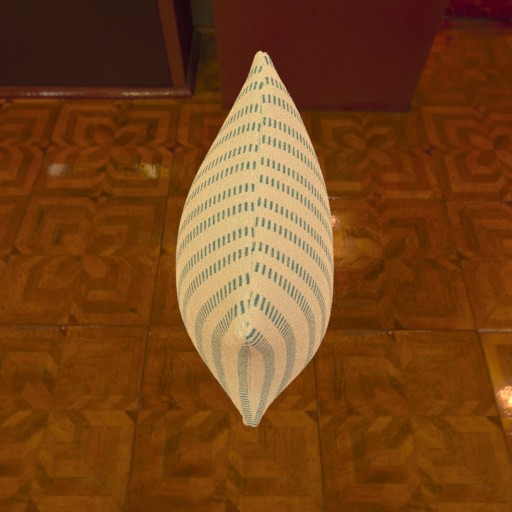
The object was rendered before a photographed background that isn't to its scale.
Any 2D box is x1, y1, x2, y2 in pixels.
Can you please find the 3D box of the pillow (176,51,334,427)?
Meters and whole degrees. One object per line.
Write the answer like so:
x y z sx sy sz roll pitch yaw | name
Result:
0.000 0.000 0.695 0.247 0.419 0.438 2 59 1 | pillow
